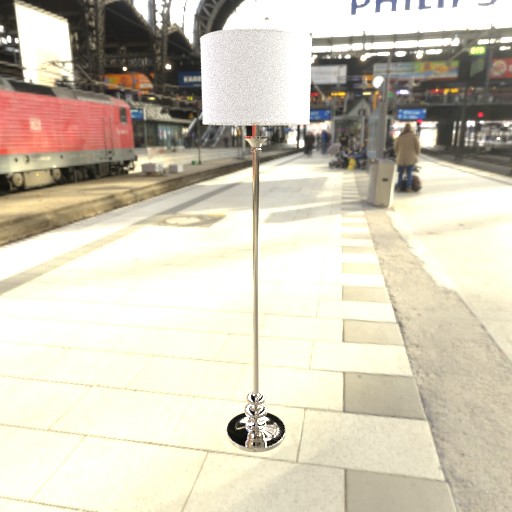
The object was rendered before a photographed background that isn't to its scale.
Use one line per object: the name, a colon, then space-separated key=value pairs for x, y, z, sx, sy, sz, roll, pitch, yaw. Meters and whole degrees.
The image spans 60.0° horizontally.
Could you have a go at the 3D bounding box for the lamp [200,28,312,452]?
lamp: x=0.000 y=0.000 z=1.613 sx=0.356 sy=1.487 sz=0.356 roll=2 pitch=15 yaw=8
